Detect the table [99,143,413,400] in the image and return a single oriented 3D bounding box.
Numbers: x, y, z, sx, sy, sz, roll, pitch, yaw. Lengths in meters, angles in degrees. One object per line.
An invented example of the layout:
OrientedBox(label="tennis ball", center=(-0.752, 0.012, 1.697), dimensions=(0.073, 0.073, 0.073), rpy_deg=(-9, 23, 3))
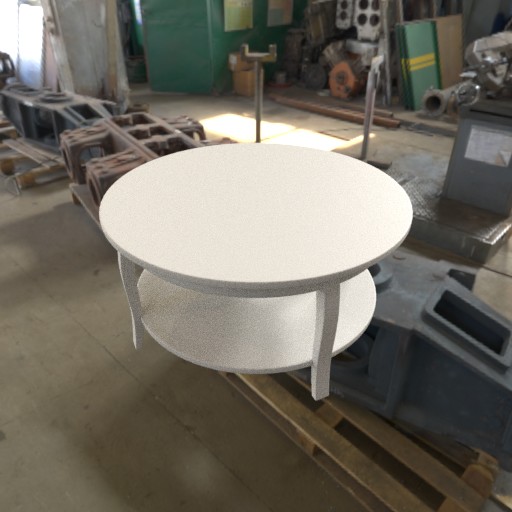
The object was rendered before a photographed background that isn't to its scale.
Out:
OrientedBox(label="table", center=(0.000, 0.000, 1.465), dimensions=(0.910, 0.457, 0.910), rpy_deg=(0, 33, 0))
